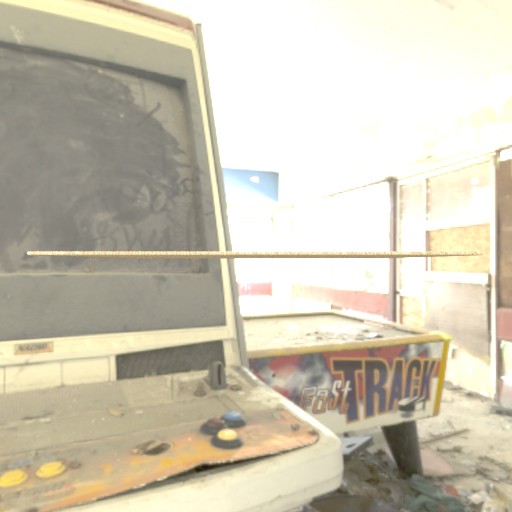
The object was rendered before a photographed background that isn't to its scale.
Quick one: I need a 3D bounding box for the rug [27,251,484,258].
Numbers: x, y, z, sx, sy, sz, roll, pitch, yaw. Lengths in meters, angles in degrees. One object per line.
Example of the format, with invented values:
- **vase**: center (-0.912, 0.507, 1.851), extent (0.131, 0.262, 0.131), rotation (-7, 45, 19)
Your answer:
- **rug**: center (0.000, 0.000, 4.078), extent (3.001, 0.025, 2.401), rotation (0, -1, 0)
